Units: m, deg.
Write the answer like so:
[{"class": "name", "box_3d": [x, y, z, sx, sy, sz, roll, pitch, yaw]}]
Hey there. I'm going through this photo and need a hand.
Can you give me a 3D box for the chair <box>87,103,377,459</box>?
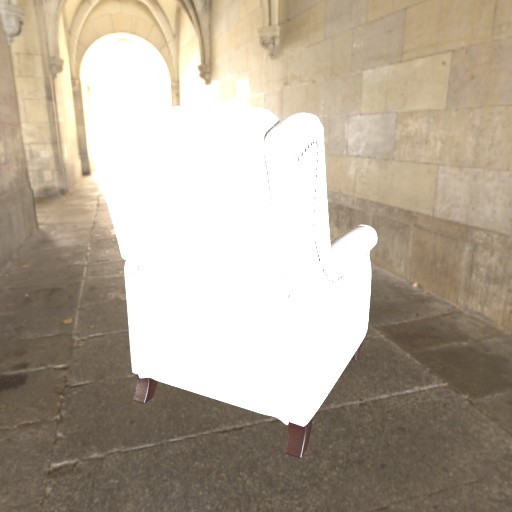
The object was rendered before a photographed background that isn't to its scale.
[{"class": "chair", "box_3d": [0.000, 0.000, 1.645, 0.742, 1.035, 0.902, 8, 17, 26]}]
